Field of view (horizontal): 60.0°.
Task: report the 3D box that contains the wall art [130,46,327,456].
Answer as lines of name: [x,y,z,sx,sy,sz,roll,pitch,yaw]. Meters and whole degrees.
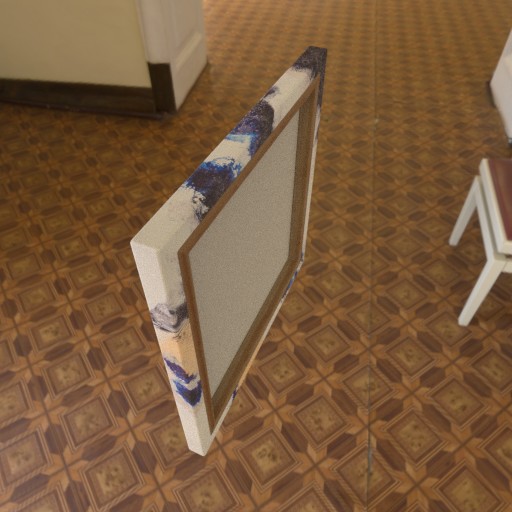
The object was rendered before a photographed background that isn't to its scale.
wall art: [0.000,0.000,0.897,0.039,0.609,0.609,18,49,16]
